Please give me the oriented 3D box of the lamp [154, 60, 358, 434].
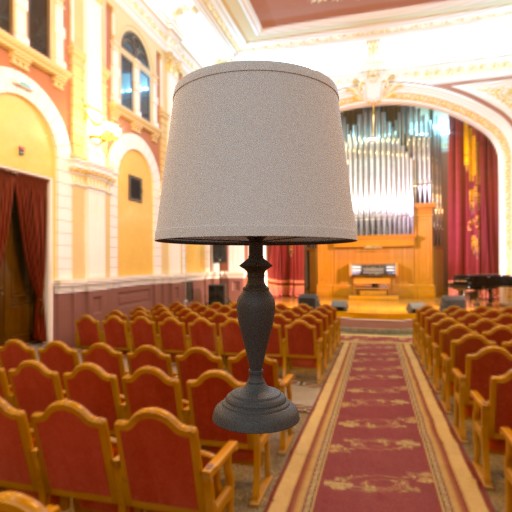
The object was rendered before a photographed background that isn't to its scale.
[{"bbox_3d":[0.000,0.000,0.693,0.310,0.501,0.310,0,-1,0],"label":"lamp"}]
